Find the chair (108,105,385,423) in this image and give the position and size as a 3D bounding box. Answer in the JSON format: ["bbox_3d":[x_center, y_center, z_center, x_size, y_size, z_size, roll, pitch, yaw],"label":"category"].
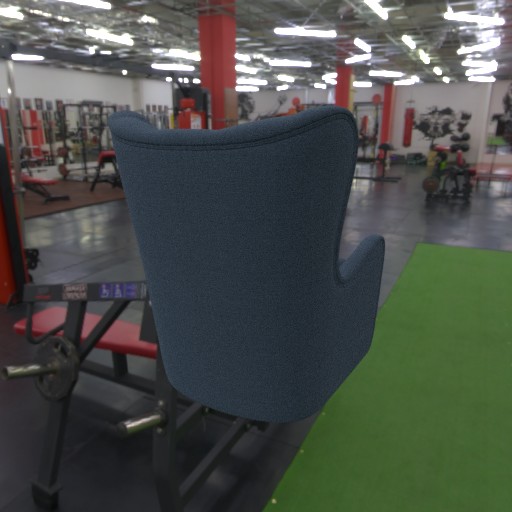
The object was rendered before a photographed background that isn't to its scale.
[{"bbox_3d":[0.000,0.000,1.731,0.831,1.079,0.930,9,18,28],"label":"chair"}]
